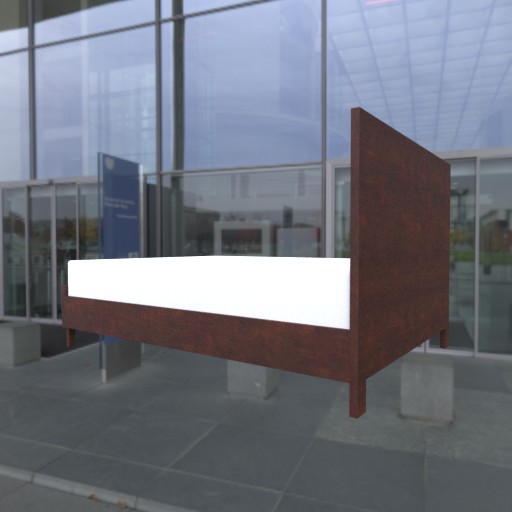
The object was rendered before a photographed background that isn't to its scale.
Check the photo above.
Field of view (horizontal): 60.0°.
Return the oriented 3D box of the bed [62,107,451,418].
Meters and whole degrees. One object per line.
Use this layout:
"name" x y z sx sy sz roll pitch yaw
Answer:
"bed" 0.000 0.000 3.090 2.184 1.270 1.600 1 2 36
